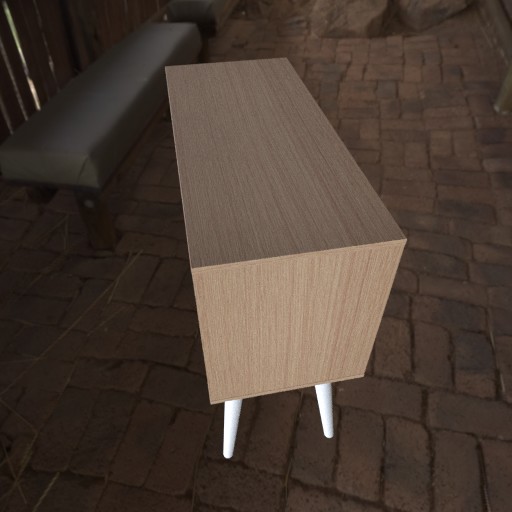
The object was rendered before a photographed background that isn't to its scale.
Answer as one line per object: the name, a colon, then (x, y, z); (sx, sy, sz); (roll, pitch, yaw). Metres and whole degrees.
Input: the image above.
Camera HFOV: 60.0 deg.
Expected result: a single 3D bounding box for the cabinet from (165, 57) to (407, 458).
cabinet: (0.000, 0.000, 1.635); (0.470, 1.016, 1.057); (-8, 44, -8)
